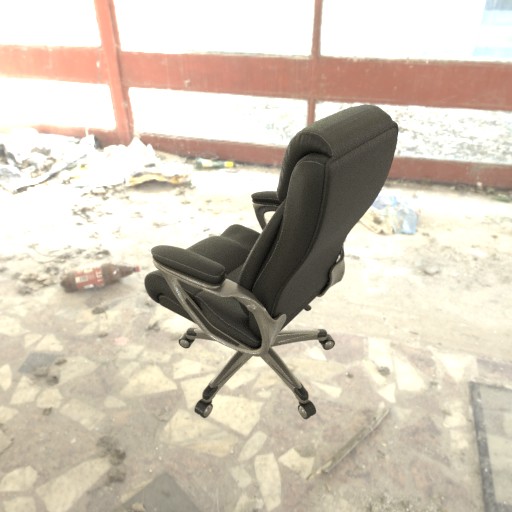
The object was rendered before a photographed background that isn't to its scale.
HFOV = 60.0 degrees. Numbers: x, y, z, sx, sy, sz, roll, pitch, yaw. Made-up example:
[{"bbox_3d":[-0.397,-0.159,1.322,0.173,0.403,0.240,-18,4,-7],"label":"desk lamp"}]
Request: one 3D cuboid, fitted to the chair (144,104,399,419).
[{"bbox_3d":[0.000,0.000,1.715,0.784,1.167,0.741,21,38,31],"label":"chair"}]
